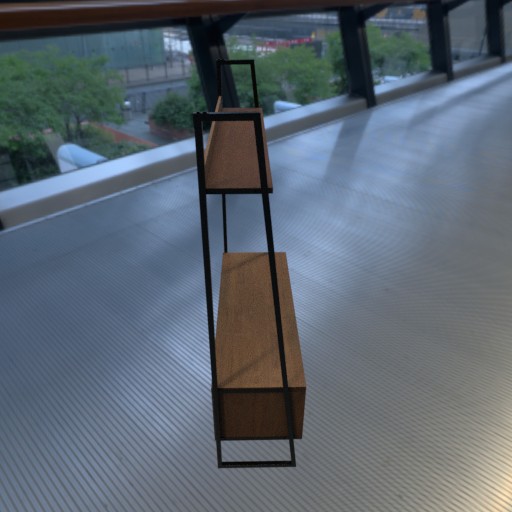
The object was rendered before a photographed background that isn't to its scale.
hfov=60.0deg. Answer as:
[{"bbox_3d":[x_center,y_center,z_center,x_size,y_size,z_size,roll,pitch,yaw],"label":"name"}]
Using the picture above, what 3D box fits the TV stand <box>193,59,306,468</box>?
[{"bbox_3d":[0.000,0.000,2.346,0.432,1.772,1.250,-1,31,-1],"label":"TV stand"}]
